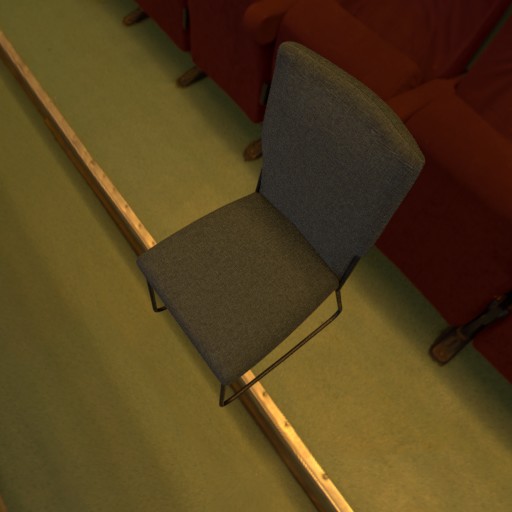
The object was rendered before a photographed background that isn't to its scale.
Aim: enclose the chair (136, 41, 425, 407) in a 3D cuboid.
[{"bbox_3d":[0.000,0.000,1.290,0.635,0.931,0.480,-34,69,-16],"label":"chair"}]
